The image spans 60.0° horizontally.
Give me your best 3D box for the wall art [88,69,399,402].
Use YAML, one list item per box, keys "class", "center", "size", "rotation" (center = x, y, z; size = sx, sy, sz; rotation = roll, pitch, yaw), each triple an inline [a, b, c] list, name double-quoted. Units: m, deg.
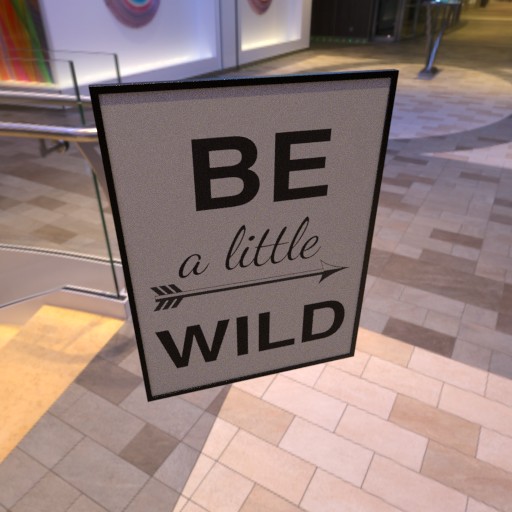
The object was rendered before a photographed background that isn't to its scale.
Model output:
- class: "wall art"
  center: [0.000, 0.000, 0.767]
  size: [0.442, 0.582, 0.013]
  rotation: [-9, 33, -14]
